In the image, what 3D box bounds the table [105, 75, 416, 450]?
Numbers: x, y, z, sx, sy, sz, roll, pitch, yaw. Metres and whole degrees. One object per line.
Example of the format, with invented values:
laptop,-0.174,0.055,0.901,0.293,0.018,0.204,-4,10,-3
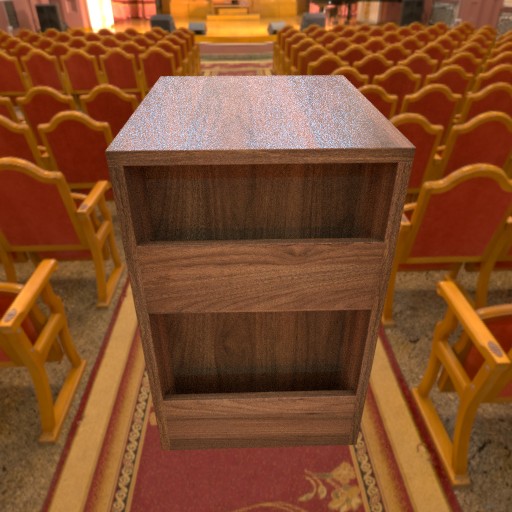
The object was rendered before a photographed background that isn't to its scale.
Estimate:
table,0.000,0.000,1.550,0.660,1.041,0.786,-1,33,-2
